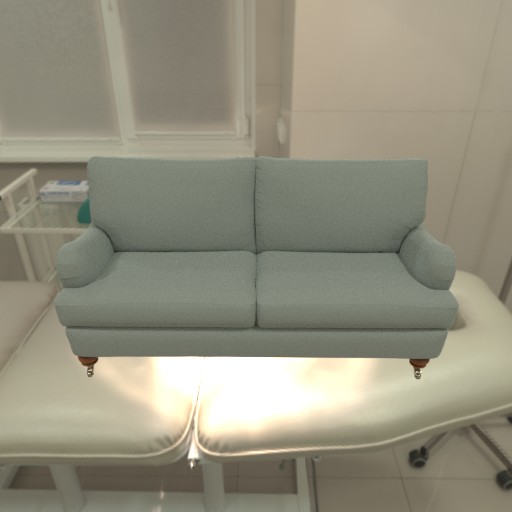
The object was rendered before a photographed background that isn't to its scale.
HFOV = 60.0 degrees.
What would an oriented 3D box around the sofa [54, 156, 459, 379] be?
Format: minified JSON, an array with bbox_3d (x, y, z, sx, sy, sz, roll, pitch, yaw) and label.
[{"bbox_3d":[0.000,0.000,2.758,2.193,1.096,1.069,0,30,0],"label":"sofa"}]
